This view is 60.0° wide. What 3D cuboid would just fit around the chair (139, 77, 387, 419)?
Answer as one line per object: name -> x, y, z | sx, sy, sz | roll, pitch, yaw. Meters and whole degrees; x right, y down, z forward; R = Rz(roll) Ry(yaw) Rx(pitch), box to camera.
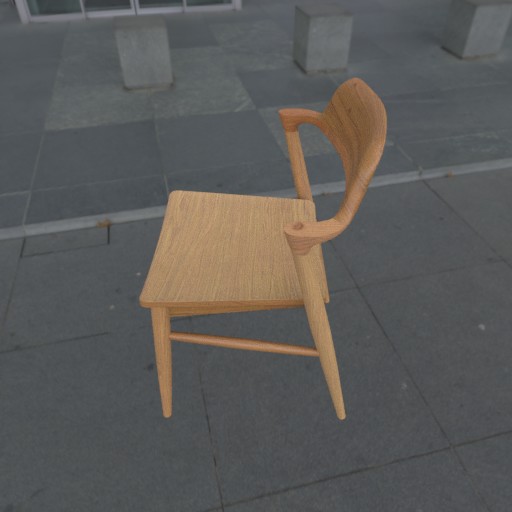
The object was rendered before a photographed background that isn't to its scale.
chair -> 0.000, 0.000, 1.116 | 0.499, 0.792, 0.512 | 1, 42, 1
